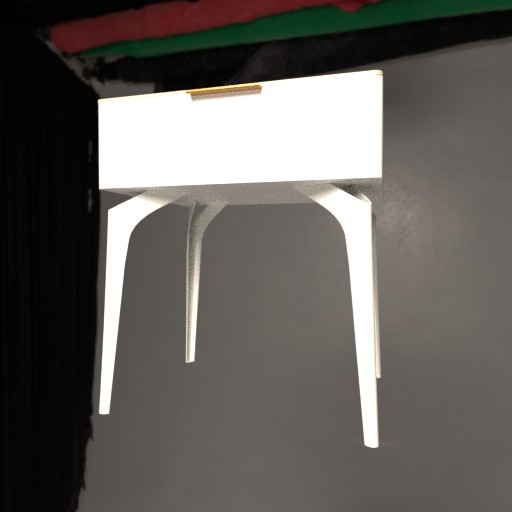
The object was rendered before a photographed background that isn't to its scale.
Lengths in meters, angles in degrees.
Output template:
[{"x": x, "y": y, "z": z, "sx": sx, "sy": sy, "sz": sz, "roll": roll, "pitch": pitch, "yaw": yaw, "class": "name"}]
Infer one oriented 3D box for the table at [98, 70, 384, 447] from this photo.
[{"x": 0.000, "y": 0.000, "z": 0.912, "sx": 0.500, "sy": 0.570, "sz": 0.400, "roll": 0, "pitch": 1, "yaw": 16, "class": "table"}]
